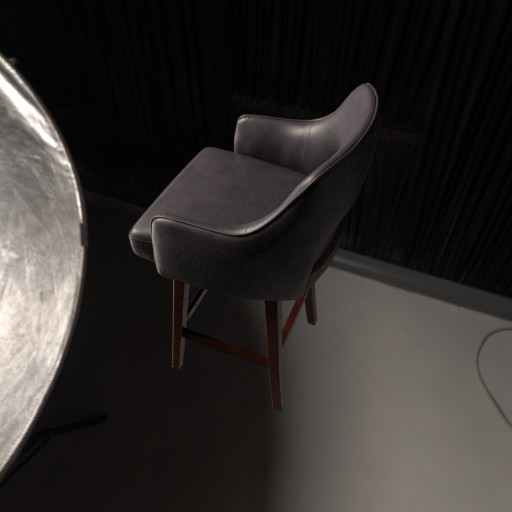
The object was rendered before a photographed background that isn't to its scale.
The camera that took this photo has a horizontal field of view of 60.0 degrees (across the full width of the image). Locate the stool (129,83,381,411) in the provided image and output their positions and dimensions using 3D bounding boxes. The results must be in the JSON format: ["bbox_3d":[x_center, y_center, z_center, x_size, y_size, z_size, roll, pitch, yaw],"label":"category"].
[{"bbox_3d":[0.000,0.000,1.375,0.560,1.041,0.550,17,49,15],"label":"stool"}]
